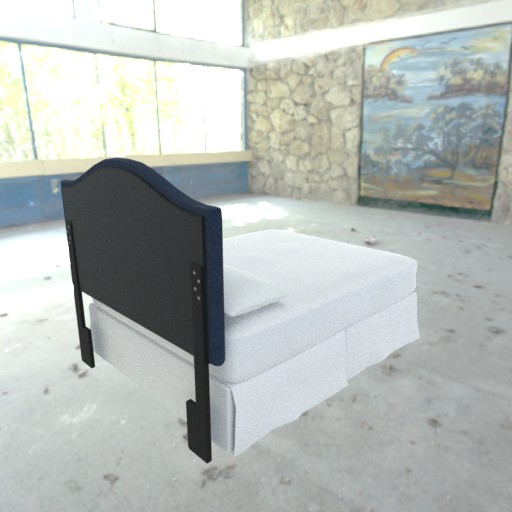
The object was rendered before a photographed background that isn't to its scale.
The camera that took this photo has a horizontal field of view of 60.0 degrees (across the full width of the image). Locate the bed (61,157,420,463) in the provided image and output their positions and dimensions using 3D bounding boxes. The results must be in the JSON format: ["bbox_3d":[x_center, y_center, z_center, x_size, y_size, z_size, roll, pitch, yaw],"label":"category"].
[{"bbox_3d":[0.000,0.000,3.318,2.153,1.518,1.725,-15,22,-42],"label":"bed"}]
